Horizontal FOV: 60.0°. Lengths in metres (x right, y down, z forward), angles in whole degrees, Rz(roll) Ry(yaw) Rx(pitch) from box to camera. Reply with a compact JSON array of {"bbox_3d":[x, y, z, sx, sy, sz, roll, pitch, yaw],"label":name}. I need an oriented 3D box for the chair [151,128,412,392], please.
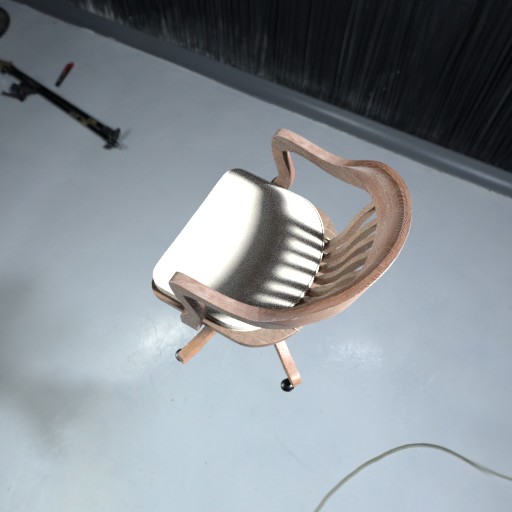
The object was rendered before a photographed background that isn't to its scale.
[{"bbox_3d":[0.000,0.000,1.496,0.788,0.878,0.750,27,65,13],"label":"chair"}]
